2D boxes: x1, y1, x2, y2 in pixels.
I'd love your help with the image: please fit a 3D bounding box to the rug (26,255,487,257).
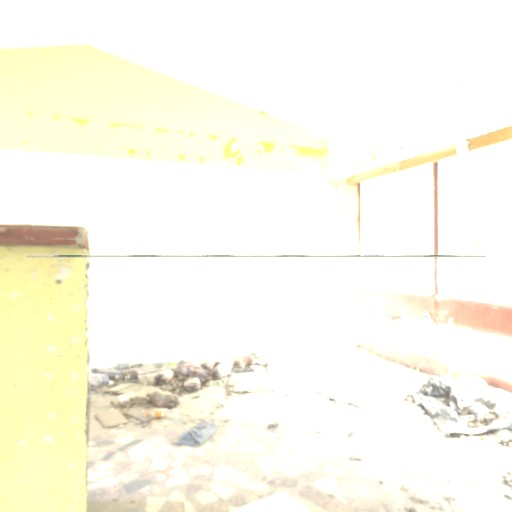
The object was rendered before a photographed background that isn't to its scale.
[{"bbox_3d":[0.000,0.000,2.720,2.438,0.012,0.768,0,0,1],"label":"rug"}]
